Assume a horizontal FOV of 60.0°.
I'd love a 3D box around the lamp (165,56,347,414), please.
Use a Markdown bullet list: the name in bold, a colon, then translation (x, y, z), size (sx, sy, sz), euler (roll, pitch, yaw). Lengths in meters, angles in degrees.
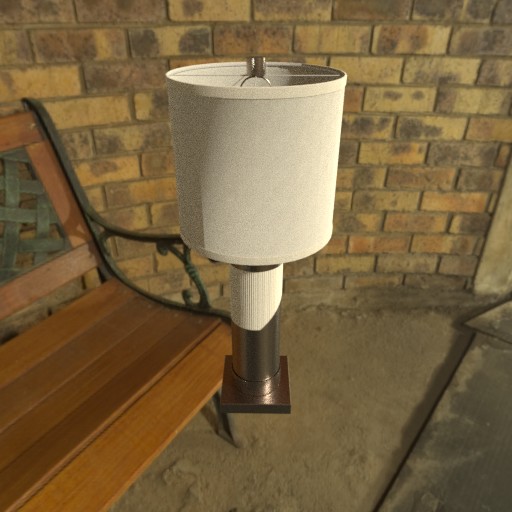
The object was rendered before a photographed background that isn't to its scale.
- **lamp**: translation (0.000, 0.000, 0.619), size (0.202, 0.509, 0.202), euler (0, 30, 1)
